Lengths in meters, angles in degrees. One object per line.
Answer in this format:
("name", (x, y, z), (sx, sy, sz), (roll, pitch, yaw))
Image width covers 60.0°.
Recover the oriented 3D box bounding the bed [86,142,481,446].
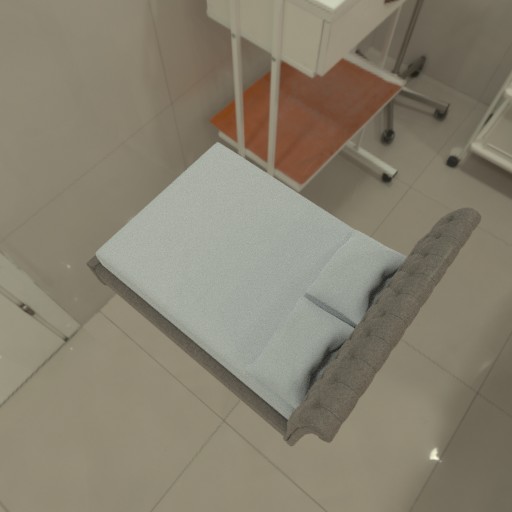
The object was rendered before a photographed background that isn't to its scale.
("bed", (0.000, 0.000, 3.320), (2.252, 1.371, 1.645), (36, 68, 17))
